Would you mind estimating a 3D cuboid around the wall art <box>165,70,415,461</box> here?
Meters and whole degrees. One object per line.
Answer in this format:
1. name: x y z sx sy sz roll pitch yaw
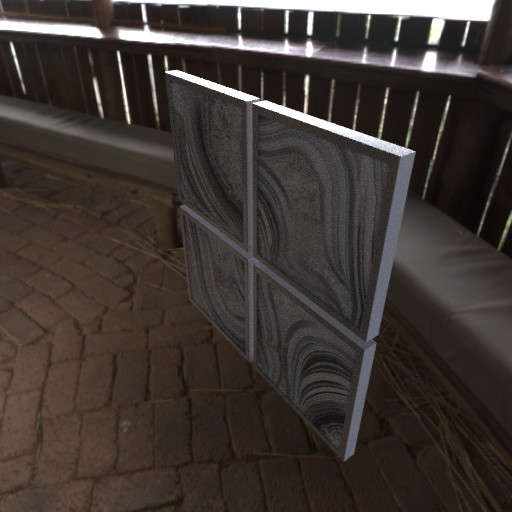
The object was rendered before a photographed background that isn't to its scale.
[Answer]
1. wall art: 0.000 0.000 0.898 0.029 0.611 0.611 -22 39 -30
